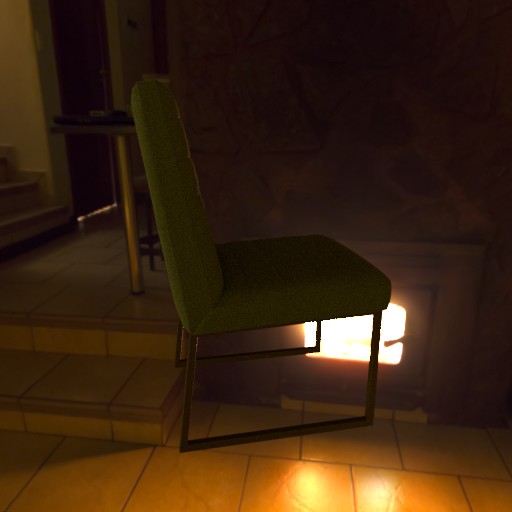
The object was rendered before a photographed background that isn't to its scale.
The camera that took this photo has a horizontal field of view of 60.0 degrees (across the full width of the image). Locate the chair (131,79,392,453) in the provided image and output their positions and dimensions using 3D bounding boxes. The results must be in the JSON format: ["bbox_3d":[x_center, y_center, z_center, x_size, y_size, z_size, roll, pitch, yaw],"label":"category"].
[{"bbox_3d":[0.000,0.000,1.315,0.634,0.930,0.520,-3,17,-11],"label":"chair"}]
